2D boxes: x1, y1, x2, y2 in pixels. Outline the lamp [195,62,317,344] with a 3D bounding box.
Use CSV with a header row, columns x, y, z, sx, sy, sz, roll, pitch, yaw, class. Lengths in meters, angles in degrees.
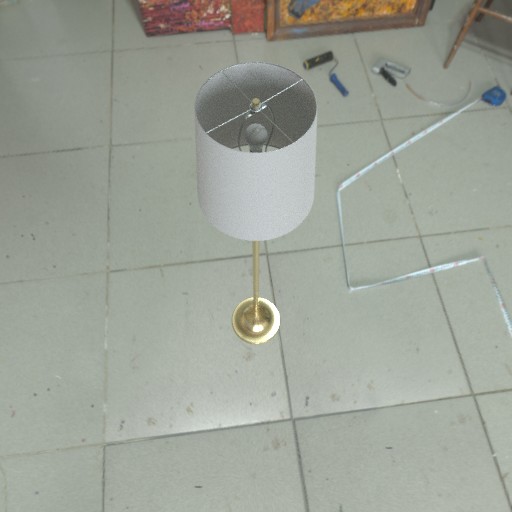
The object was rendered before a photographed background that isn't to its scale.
x,y,z,sx,sy,sz,roll,pitch,yaw,class
0.000,0.000,1.670,0.337,1.543,0.337,0,64,0,lamp
